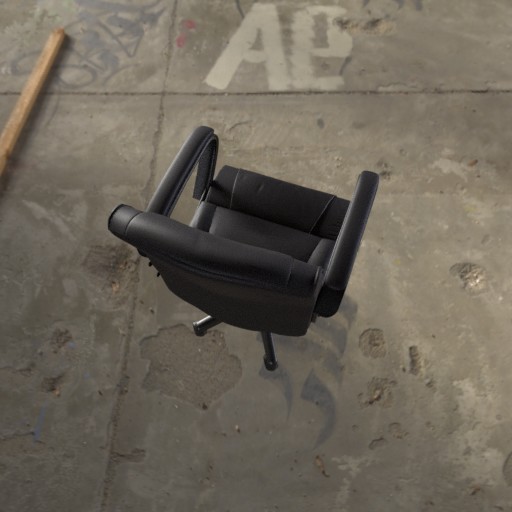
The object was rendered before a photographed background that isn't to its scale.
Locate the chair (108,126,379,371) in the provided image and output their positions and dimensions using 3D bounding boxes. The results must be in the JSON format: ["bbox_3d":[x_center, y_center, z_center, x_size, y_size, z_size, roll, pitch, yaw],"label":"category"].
[{"bbox_3d":[0.000,0.000,1.378,0.576,0.998,0.641,18,62,10],"label":"chair"}]
